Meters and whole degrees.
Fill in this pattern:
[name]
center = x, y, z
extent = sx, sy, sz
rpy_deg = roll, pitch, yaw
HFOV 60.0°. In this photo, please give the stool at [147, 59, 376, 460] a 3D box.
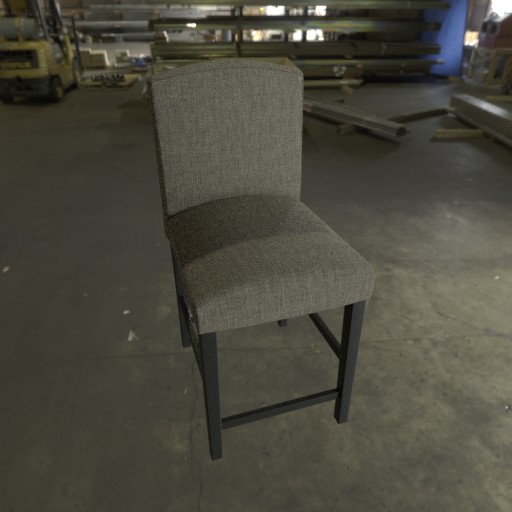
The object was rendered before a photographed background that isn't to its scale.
[stool]
center = 0.000, 0.000, 1.252
extent = 0.451, 0.966, 0.552
rpy_deg = -9, 32, -16
